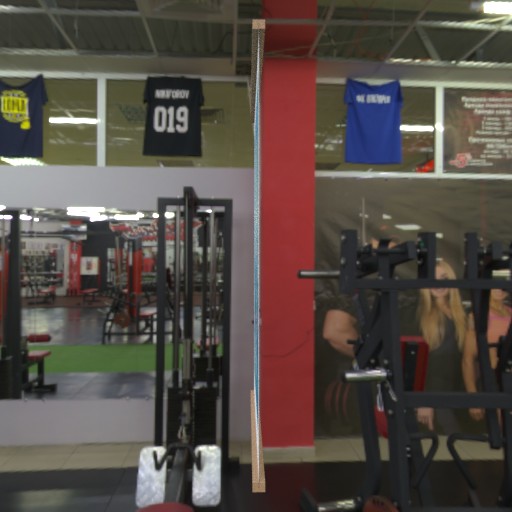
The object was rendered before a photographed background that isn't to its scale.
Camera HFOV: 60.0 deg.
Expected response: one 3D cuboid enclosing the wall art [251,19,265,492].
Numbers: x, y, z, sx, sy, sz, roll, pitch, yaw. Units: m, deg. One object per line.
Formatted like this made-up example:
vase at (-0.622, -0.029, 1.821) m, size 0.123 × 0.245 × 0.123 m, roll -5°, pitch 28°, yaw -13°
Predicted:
wall art at (0.000, 0.000, 0.646) m, size 0.013 × 0.510 × 0.335 m, roll 0°, pitch 0°, yaw -1°
